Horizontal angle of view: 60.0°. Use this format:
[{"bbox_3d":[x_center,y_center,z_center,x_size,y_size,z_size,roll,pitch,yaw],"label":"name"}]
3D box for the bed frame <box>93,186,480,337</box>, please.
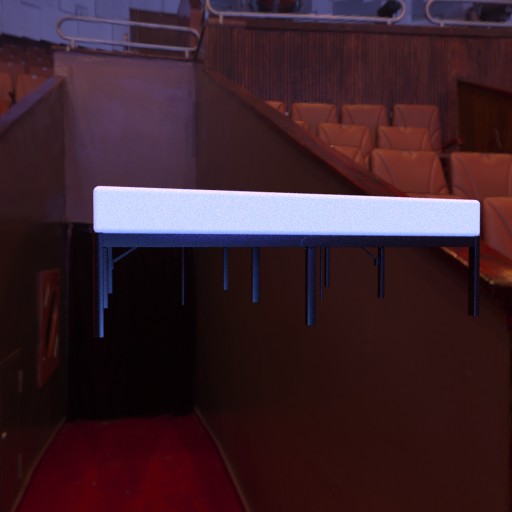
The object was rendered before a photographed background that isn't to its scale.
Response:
[{"bbox_3d":[0.000,0.000,3.143,2.079,0.659,1.963,0,1,-17],"label":"bed frame"}]
